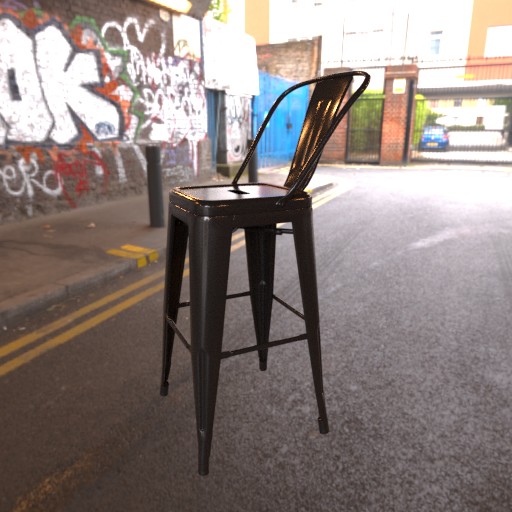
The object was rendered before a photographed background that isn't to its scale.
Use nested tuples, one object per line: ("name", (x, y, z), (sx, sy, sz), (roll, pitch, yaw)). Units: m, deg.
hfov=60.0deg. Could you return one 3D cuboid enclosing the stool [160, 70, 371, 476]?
("stool", (0.000, 0.000, 1.298), (0.528, 1.022, 0.432), (-8, 18, -25))
